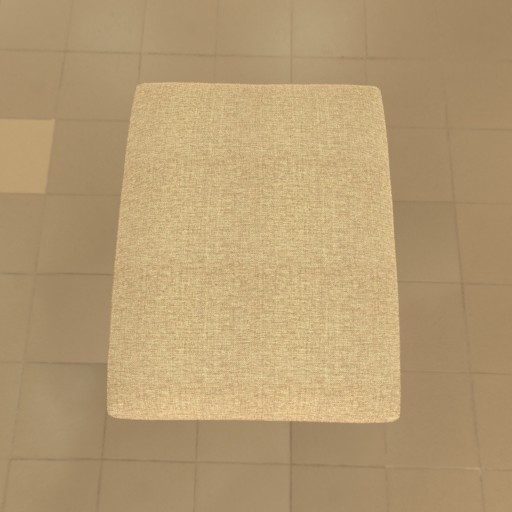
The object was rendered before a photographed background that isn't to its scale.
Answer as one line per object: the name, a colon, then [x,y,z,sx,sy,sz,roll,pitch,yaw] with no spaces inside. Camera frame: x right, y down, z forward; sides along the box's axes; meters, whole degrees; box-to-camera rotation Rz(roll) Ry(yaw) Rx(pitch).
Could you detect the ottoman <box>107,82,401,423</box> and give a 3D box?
ottoman: [0.000,0.000,1.105,0.584,0.513,0.741,1,76,0]
